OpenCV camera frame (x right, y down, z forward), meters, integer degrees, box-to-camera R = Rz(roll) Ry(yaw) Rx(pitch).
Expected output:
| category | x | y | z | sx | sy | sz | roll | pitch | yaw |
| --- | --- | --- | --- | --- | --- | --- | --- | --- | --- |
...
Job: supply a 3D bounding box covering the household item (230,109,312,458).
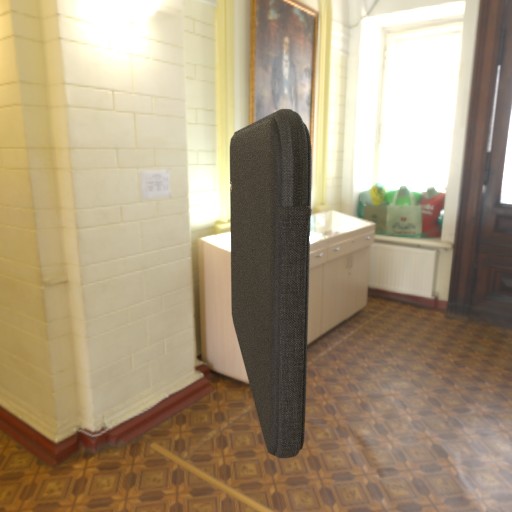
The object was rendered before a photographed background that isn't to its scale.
| category | x | y | z | sx | sy | sz | roll | pitch | yaw |
| --- | --- | --- | --- | --- | --- | --- | --- | --- | --- |
| household item | 0.000 | 0.000 | 0.528 | 0.030 | 0.305 | 0.396 | -2 | 13 | -8 |
